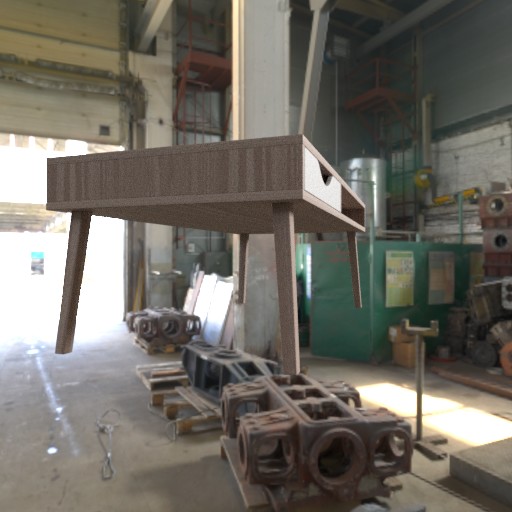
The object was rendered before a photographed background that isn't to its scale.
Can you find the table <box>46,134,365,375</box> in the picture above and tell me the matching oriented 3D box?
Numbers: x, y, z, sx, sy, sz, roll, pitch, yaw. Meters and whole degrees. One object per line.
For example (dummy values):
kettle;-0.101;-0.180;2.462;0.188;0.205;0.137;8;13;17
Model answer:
table;0.000;0.000;1.480;0.600;0.450;1.200;0;0;19
